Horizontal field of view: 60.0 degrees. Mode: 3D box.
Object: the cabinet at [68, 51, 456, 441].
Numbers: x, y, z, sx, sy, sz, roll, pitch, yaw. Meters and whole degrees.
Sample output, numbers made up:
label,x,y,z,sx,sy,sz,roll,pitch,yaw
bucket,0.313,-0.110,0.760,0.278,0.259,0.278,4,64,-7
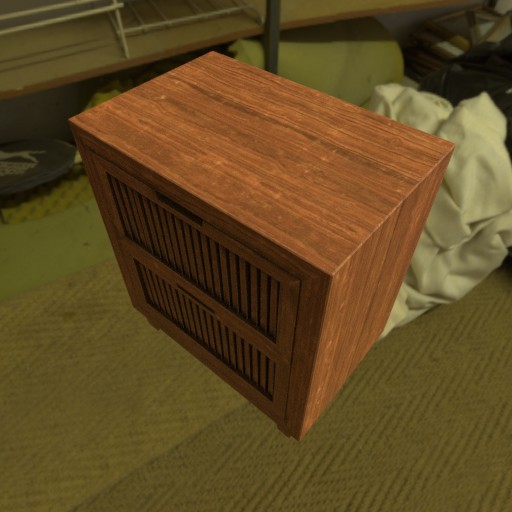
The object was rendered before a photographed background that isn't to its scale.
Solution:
label,x,y,z,sx,sy,sz,roll,pitch,yaw
cabinet,0.000,0.000,1.082,0.607,0.695,0.410,32,55,26
